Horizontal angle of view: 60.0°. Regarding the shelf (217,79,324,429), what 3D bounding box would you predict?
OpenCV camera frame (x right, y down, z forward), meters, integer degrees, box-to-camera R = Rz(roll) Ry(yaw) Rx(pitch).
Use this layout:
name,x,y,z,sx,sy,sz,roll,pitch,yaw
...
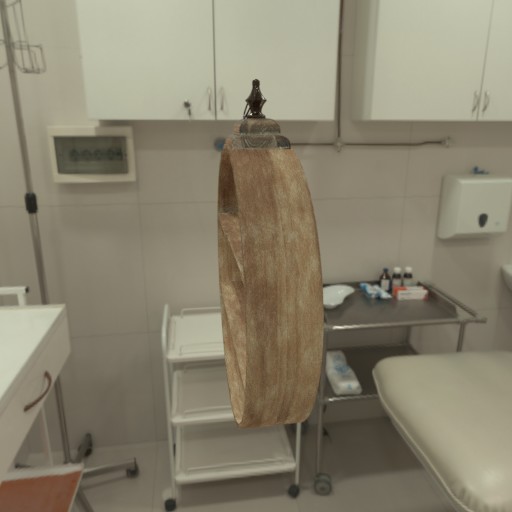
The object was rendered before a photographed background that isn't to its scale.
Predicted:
name,x,y,z,sx,sy,sz,roll,pitch,yaw
shelf,0.000,0.000,0.974,0.125,0.725,0.601,-3,17,-9
